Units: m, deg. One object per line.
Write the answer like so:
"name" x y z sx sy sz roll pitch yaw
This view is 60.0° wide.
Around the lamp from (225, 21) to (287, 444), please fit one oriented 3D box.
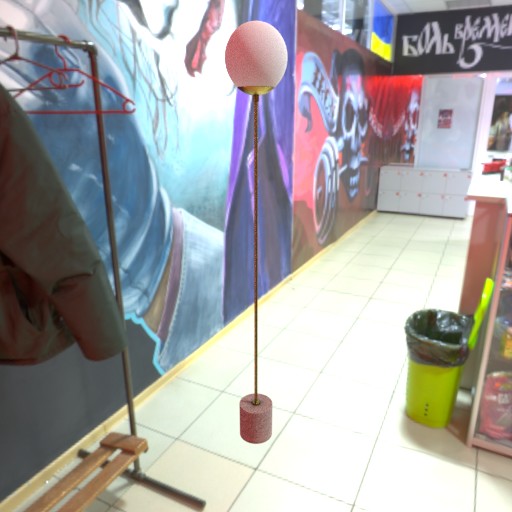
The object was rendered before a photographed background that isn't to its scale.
"lamp" 0.000 0.000 1.835 0.229 1.748 0.229 -10 20 -29
